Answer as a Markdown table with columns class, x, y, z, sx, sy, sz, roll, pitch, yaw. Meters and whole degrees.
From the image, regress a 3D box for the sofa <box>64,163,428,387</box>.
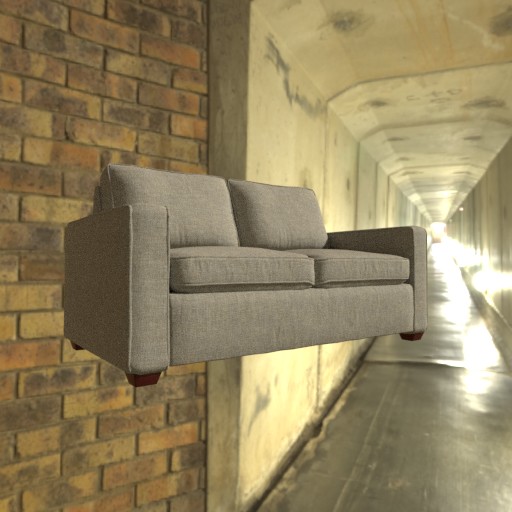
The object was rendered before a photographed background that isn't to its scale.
| class | x | y | z | sx | sy | sz | roll | pitch | yaw |
| --- | --- | --- | --- | --- | --- | --- | --- | --- | --- |
| sofa | 0.000 | 0.000 | 2.307 | 1.706 | 0.915 | 0.945 | 1 | -1 | -36 |
